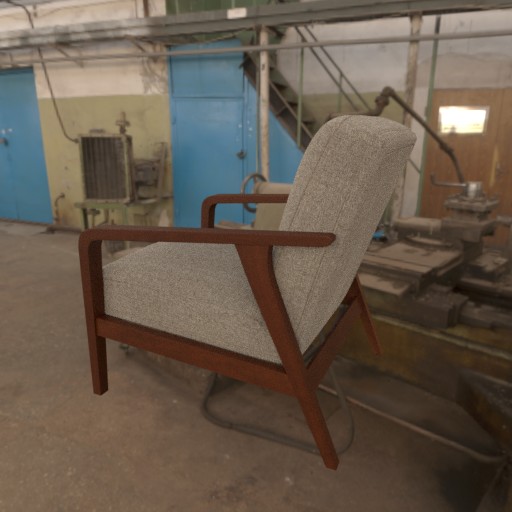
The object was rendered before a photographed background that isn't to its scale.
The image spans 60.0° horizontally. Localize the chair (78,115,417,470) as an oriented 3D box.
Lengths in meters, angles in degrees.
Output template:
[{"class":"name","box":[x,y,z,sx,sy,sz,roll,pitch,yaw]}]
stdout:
[{"class":"chair","box":[0.000,0.000,1.415,0.858,0.847,0.704,7,18,24]}]
